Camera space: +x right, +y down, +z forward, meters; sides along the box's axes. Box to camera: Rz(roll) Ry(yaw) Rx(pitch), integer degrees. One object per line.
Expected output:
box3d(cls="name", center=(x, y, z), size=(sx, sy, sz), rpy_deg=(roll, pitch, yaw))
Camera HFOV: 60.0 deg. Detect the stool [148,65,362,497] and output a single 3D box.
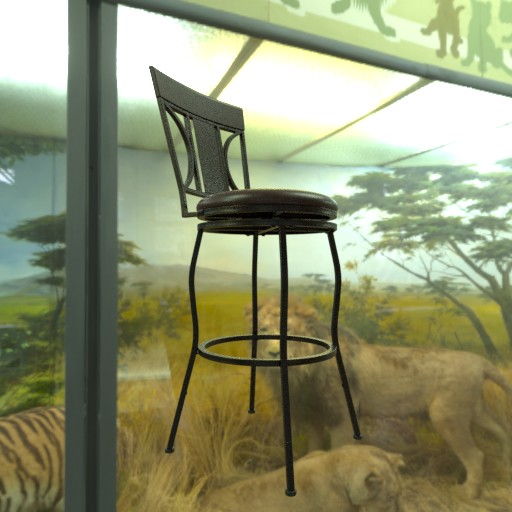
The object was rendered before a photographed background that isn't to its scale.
box3d(cls="stool", center=(0.000, 0.000, 1.357), size=(0.513, 1.130, 0.448), rpy_deg=(-1, -1, 35))
